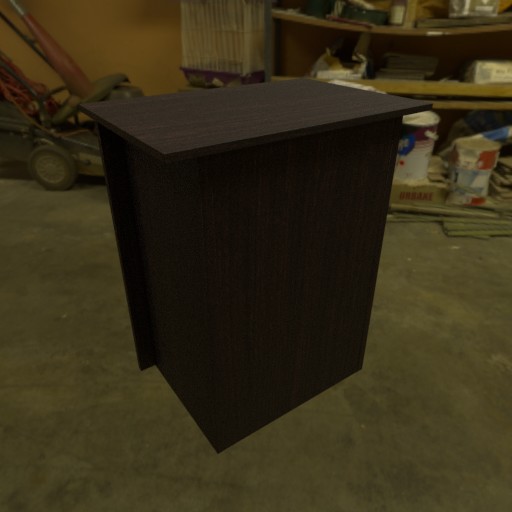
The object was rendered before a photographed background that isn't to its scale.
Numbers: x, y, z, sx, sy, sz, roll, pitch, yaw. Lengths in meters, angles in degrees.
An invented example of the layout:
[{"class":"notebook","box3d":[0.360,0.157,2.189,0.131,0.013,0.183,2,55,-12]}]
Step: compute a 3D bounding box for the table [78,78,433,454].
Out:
[{"class":"table","box3d":[0.000,0.000,1.072,0.591,0.711,0.406,-19,35,-30]}]
